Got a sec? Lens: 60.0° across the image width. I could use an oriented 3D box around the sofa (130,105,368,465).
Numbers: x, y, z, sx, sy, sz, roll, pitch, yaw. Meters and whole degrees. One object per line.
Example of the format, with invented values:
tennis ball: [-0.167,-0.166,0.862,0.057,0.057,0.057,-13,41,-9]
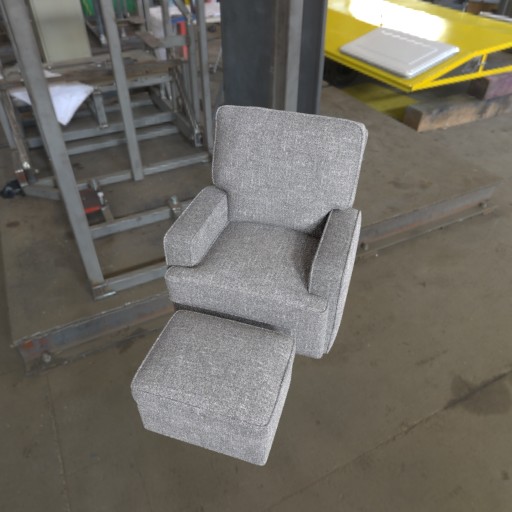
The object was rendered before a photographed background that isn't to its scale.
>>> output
sofa: [0.000,0.000,2.045,0.861,0.959,1.472,12,41,13]
